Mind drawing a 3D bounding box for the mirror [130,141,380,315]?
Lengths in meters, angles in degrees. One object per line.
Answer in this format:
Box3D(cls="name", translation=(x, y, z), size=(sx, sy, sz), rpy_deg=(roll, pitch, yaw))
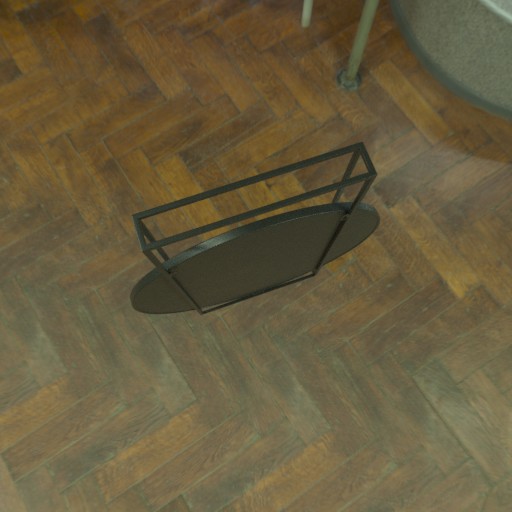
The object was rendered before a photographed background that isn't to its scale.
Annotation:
Box3D(cls="mirror", translation=(0.000, 0.000, 0.855), size=(0.508, 0.603, 0.051), rpy_deg=(-19, 76, -5))
